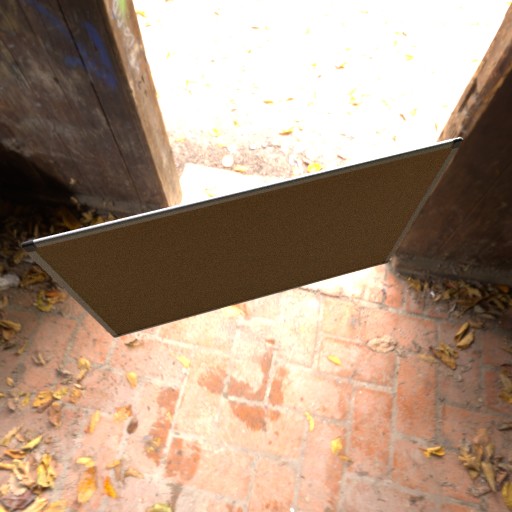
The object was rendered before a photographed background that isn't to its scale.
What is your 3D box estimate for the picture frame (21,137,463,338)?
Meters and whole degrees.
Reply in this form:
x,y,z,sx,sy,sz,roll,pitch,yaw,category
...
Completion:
x,y,z,sx,sy,sz,roll,pitch,yaw,category
0.000,0.000,1.132,0.900,0.600,0.010,-15,65,-7,picture frame
